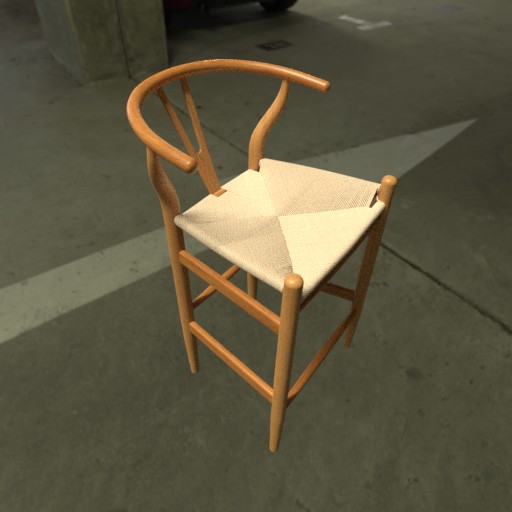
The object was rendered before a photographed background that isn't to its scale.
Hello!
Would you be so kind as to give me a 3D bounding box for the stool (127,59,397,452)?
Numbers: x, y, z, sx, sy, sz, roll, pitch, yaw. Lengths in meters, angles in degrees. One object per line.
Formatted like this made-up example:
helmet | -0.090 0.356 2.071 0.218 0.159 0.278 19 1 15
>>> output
stool | 0.000 0.000 1.316 0.579 0.970 0.569 25 46 27
